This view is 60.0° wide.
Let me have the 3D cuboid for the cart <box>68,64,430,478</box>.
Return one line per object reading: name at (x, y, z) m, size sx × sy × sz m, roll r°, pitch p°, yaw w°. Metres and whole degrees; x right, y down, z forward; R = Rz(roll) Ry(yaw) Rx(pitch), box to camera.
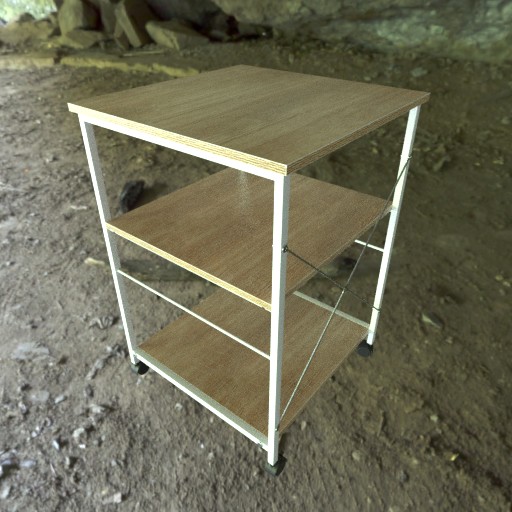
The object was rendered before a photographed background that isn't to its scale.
cart at (0.000, 0.000, 1.101) m, size 0.520 × 0.762 × 0.521 m, roll 24°, pitch 40°, yaw 32°
